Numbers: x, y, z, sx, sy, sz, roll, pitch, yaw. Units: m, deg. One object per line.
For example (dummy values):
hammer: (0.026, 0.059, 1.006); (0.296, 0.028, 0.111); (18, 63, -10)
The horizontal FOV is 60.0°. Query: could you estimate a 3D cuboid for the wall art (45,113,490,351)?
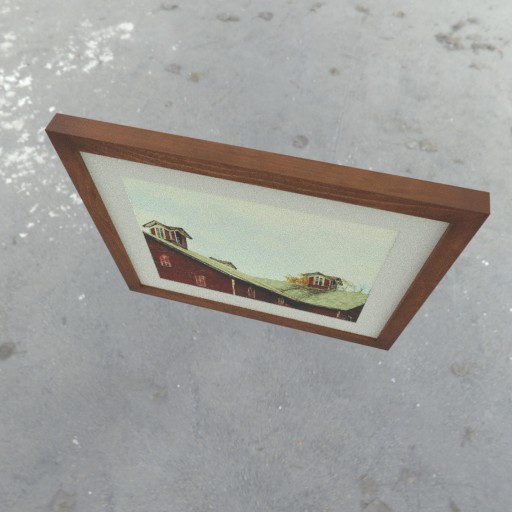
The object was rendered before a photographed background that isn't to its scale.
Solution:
wall art: (0.000, 0.000, 0.743); (0.558, 0.457, 0.033); (12, 59, 7)
